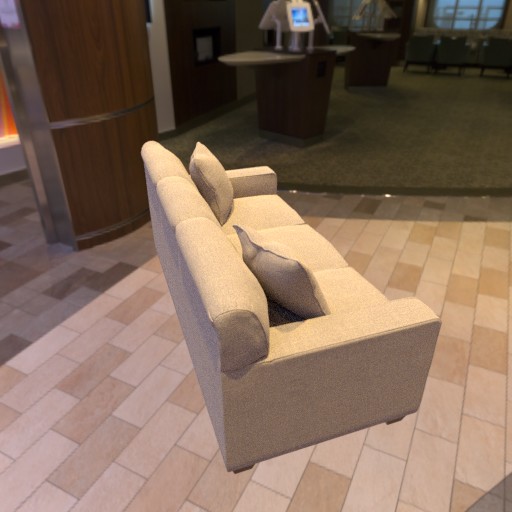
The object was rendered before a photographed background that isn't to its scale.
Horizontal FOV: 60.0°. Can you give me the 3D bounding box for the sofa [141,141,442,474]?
[{"bbox_3d":[0.000,0.000,2.578,0.997,0.958,2.024,-10,32,-17],"label":"sofa"}]
